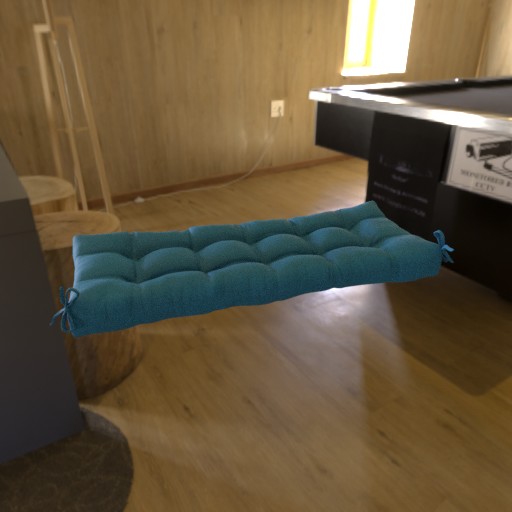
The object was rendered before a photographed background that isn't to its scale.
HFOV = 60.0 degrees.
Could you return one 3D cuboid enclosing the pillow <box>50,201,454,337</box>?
[{"bbox_3d":[0.000,0.000,1.404,1.194,0.174,0.511,-8,28,-15],"label":"pillow"}]
